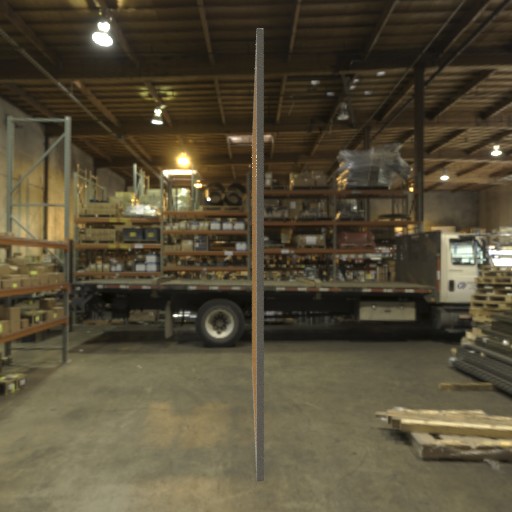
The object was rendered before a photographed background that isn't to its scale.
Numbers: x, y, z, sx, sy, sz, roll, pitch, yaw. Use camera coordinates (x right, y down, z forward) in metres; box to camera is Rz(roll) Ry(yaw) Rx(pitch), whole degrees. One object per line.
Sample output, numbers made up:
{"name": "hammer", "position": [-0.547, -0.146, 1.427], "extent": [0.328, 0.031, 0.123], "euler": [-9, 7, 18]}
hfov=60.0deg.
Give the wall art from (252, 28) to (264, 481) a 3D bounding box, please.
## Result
{"name": "wall art", "position": [0.000, 0.000, 1.201], "extent": [0.013, 0.813, 0.812], "euler": [0, -1, -1]}
